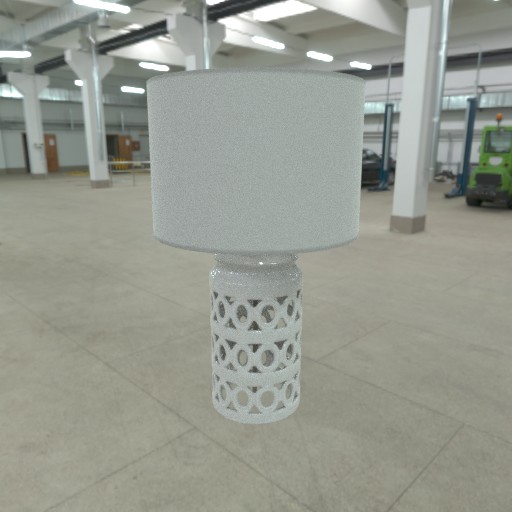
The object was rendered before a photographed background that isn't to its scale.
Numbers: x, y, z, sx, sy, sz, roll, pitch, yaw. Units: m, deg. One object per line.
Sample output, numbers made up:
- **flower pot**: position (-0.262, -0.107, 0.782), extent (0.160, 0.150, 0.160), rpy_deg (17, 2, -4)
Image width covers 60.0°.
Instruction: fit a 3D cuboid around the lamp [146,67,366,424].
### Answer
- **lamp**: position (0.000, 0.000, 0.695), extent (0.310, 0.502, 0.310), rpy_deg (0, 14, 0)
